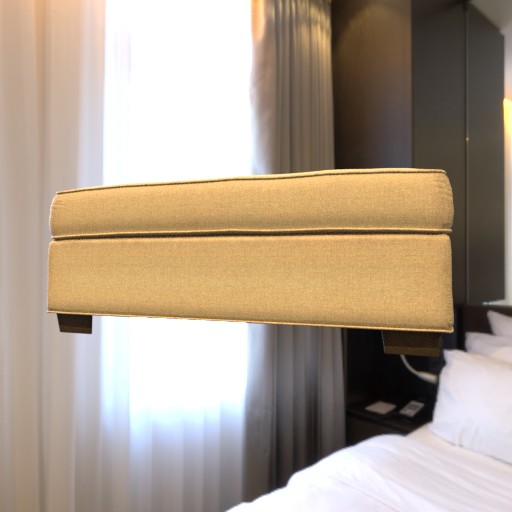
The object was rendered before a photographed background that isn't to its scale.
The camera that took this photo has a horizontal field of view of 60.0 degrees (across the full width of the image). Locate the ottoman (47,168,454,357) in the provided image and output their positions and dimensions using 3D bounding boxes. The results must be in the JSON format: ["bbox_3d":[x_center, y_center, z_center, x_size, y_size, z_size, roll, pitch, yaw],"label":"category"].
[{"bbox_3d":[0.000,0.000,1.401,1.097,0.448,0.617,0,0,19],"label":"ottoman"}]
